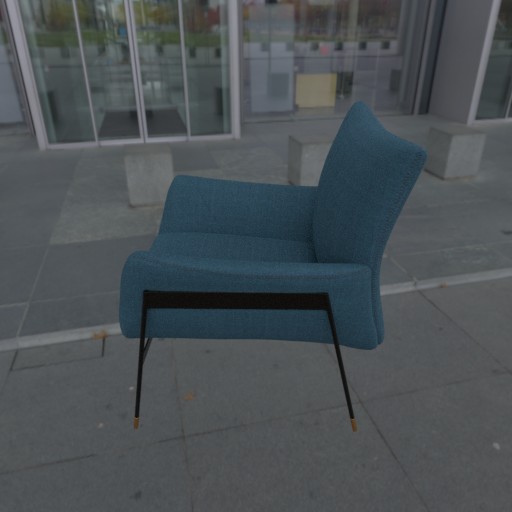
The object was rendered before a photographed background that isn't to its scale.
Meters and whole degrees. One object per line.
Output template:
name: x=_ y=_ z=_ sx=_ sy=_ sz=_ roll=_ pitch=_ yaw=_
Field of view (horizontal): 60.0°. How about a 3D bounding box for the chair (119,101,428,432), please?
chair: x=0.000 y=0.000 z=1.424 sx=0.769 sy=0.859 sz=0.678 roll=0 pitch=28 yaw=1
